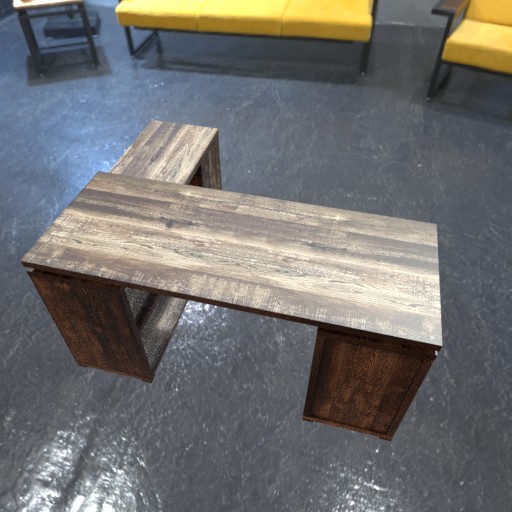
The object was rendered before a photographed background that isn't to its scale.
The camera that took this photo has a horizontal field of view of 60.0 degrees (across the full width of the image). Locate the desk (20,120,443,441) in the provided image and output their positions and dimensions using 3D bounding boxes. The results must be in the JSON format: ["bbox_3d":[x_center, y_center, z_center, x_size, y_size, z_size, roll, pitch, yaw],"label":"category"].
[{"bbox_3d":[0.000,0.000,2.211,1.524,0.753,1.200,10,46,10],"label":"desk"}]
